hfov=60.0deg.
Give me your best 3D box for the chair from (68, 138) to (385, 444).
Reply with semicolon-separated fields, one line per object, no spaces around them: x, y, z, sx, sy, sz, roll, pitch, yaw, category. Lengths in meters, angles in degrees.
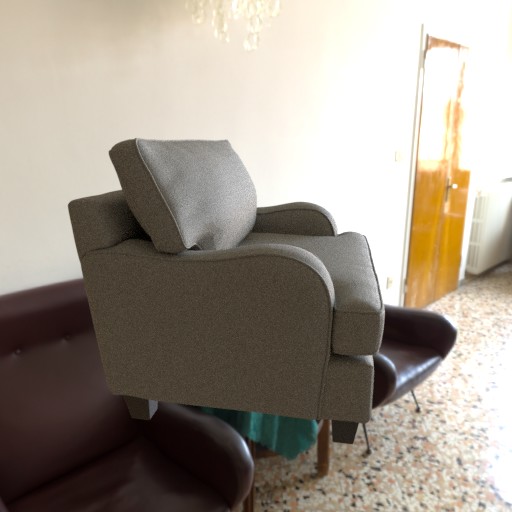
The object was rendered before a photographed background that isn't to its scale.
0.000;0.000;1.986;1.040;1.016;1.220;3;15;10;chair
